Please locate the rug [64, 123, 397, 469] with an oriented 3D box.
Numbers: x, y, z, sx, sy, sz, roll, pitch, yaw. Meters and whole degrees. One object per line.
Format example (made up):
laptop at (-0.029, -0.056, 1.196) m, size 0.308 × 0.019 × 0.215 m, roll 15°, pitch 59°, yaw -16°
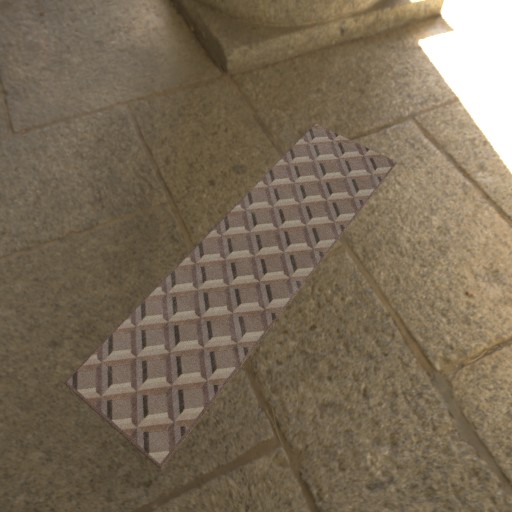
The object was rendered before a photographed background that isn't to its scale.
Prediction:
rug at (0.000, 0.000, 2.709) m, size 0.685 × 0.013 × 2.437 m, roll 32°, pitch 63°, yaw 18°
